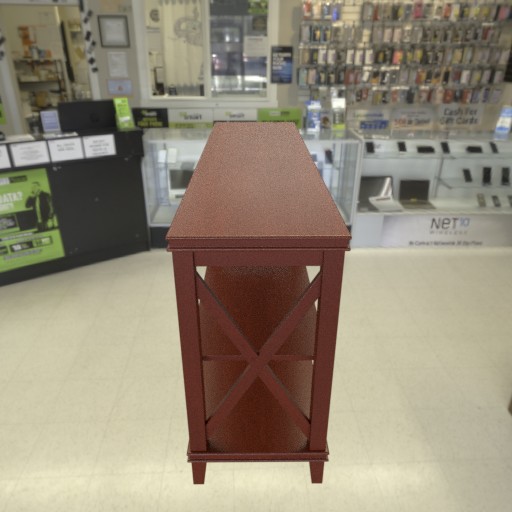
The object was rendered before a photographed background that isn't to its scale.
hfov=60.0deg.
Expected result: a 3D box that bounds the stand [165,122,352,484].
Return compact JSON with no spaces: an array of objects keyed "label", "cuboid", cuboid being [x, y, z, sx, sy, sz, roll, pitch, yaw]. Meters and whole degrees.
[{"label":"stand","cuboid":[0.000,0.000,1.684,0.381,0.762,1.372,0,26,0]}]
